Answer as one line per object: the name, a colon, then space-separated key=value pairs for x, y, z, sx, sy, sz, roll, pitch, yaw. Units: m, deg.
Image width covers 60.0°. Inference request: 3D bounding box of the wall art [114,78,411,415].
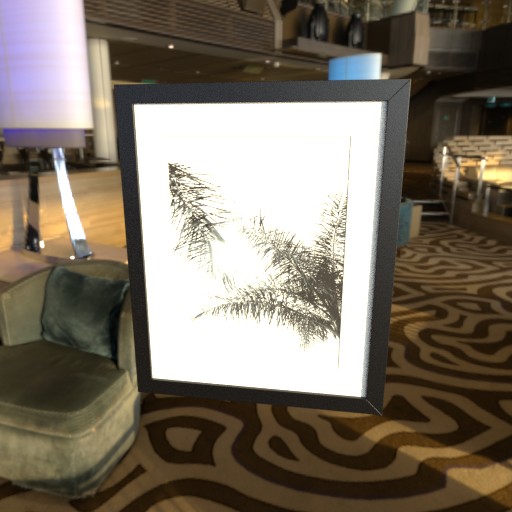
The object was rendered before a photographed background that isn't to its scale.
wall art: x=0.000 y=0.000 z=0.760 sx=0.457 sy=0.557 sz=0.028 roll=2 pitch=15 yaw=9
